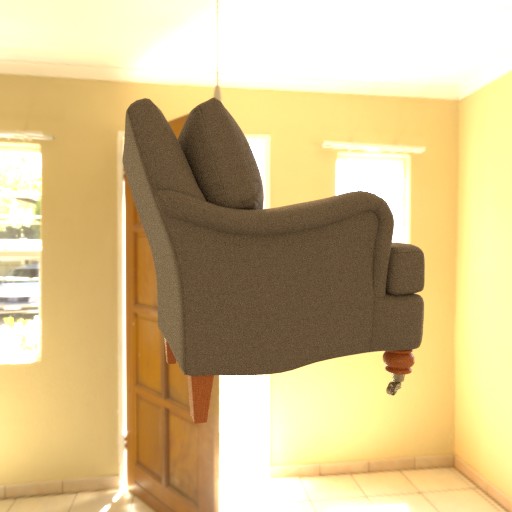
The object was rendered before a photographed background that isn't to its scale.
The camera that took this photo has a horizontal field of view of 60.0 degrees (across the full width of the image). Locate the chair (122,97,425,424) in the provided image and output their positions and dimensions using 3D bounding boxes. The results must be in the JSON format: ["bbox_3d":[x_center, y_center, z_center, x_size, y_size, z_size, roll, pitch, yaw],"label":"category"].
[{"bbox_3d":[0.000,0.000,1.877,1.070,1.038,0.955,0,1,-18],"label":"chair"}]
